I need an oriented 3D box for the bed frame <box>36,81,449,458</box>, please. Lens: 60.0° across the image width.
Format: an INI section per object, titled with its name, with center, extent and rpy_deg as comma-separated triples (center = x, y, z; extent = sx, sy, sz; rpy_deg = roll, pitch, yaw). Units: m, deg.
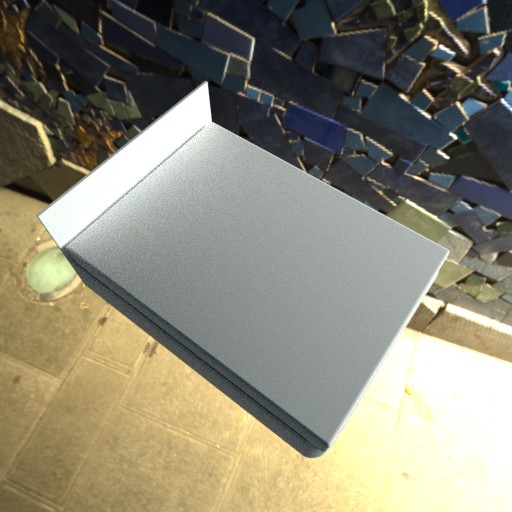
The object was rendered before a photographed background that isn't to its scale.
[bed frame]
center = 0.000, 0.000, 2.712
extent = 1.900, 0.800, 1.400
rpy_deg = 33, 64, 18
